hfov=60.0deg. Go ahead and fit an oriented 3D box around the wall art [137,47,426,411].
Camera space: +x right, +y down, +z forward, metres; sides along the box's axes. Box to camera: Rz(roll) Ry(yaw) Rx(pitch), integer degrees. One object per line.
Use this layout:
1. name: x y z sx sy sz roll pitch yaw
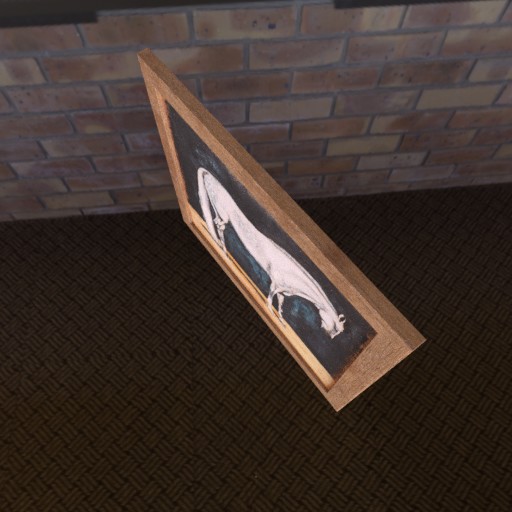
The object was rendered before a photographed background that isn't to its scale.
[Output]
1. wall art: 0.000 0.000 0.952 0.026 0.588 0.690 -34 68 -16
